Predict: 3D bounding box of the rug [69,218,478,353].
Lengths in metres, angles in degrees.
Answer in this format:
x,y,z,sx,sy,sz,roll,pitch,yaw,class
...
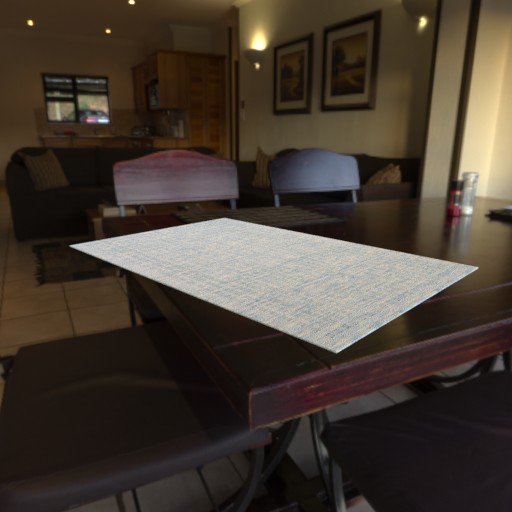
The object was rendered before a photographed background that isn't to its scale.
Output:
x,y,z,sx,sy,sz,roll,pitch,yaw,class
0.000,0.000,2.241,1.752,0.006,1.142,15,21,42,rug
